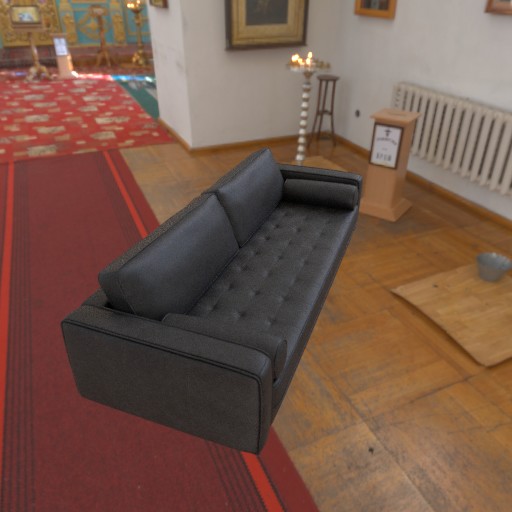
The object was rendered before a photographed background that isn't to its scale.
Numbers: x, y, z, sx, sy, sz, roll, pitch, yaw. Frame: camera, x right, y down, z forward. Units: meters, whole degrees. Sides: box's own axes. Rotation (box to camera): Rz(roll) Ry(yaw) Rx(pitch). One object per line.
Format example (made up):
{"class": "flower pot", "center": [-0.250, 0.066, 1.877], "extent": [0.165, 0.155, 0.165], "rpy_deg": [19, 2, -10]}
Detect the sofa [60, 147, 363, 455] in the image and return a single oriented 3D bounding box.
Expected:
{"class": "sofa", "center": [0.000, 0.000, 2.624], "extent": [0.914, 0.762, 2.210], "rpy_deg": [11, 32, 18]}
